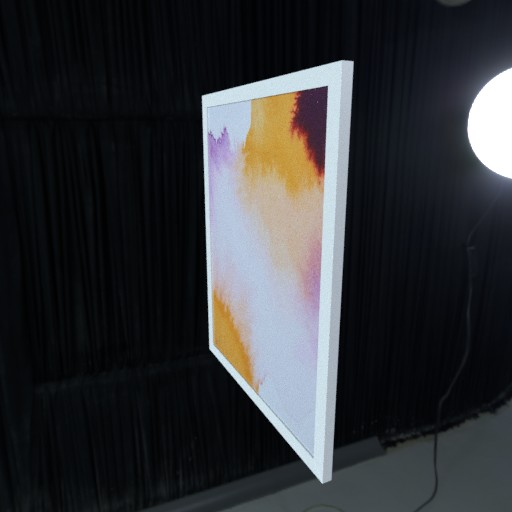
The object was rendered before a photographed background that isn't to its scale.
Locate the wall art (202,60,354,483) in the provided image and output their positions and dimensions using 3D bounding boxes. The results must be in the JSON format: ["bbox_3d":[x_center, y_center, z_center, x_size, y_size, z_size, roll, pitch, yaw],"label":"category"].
[{"bbox_3d":[0.000,0.000,0.626,0.013,0.456,0.382,-7,16,-25],"label":"wall art"}]
